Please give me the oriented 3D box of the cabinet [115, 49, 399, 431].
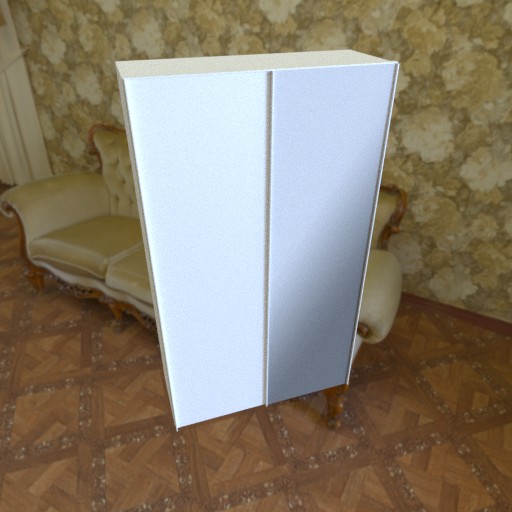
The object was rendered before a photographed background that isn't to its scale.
[{"bbox_3d":[0.000,0.000,2.652,1.250,2.160,0.480,-10,34,-15],"label":"cabinet"}]
